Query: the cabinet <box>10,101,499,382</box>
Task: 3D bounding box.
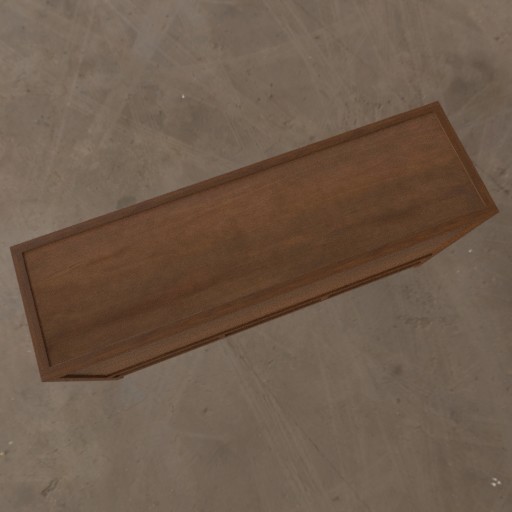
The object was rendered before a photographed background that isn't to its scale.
[{"bbox_3d":[0.000,0.000,2.001,1.708,0.820,0.522,-20,76,-5],"label":"cabinet"}]
